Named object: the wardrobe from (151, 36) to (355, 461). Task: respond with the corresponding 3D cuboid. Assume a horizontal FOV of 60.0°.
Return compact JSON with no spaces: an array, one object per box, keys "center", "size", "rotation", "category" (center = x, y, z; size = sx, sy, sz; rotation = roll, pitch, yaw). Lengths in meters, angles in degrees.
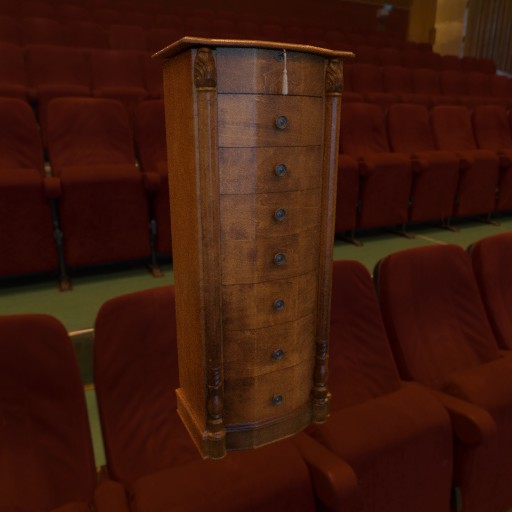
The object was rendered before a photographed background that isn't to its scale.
[{"center":[0.000,0.000,1.132],"size":[0.406,0.959,0.273],"rotation":[-8,18,-26],"category":"wardrobe"}]
